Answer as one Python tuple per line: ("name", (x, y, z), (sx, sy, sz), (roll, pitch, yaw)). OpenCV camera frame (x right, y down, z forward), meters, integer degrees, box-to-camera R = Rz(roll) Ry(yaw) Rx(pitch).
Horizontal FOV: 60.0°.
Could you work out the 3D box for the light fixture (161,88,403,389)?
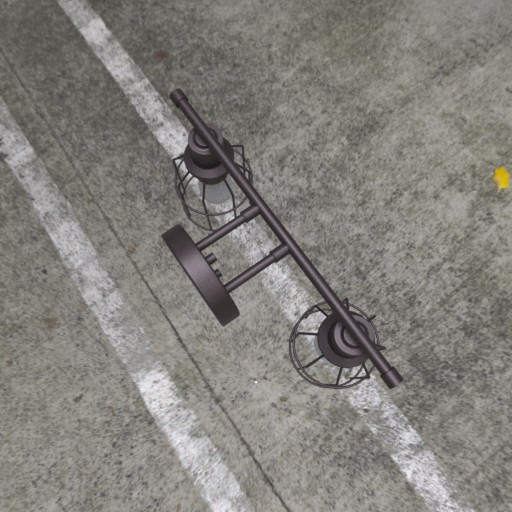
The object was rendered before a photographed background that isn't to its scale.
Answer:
("light fixture", (0.000, 0.000, 0.544), (0.165, 0.254, 0.406), (-34, 77, -9))
